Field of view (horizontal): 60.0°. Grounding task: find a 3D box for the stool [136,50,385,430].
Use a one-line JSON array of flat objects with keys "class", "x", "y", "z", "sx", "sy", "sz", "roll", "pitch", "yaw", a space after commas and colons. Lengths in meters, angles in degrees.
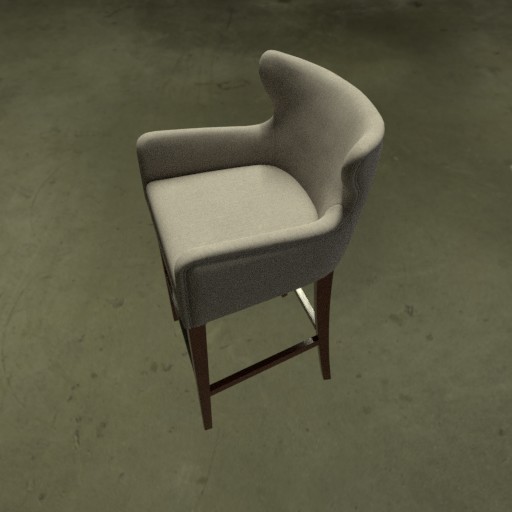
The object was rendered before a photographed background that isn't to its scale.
[{"class": "stool", "x": 0.000, "y": 0.000, "z": 1.413, "sx": 0.575, "sy": 1.047, "sz": 0.575, "roll": -14, "pitch": 47, "yaw": -14}]
